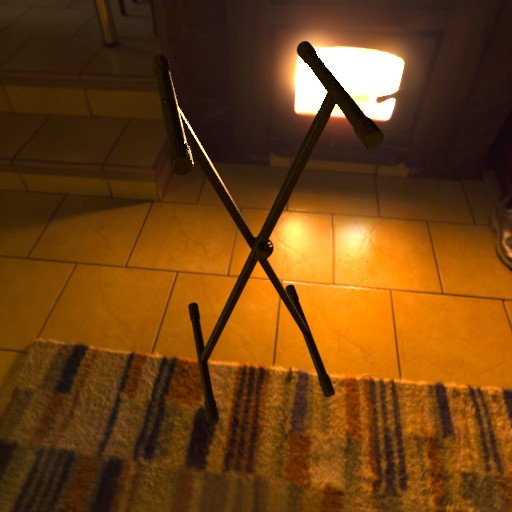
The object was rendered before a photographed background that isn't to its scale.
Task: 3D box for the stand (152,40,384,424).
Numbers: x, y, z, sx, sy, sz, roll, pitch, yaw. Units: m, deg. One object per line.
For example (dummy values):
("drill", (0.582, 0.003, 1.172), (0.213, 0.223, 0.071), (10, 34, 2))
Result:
("stand", (0.000, 0.000, 1.191), (0.409, 0.940, 0.449), (-10, 47, -9))
